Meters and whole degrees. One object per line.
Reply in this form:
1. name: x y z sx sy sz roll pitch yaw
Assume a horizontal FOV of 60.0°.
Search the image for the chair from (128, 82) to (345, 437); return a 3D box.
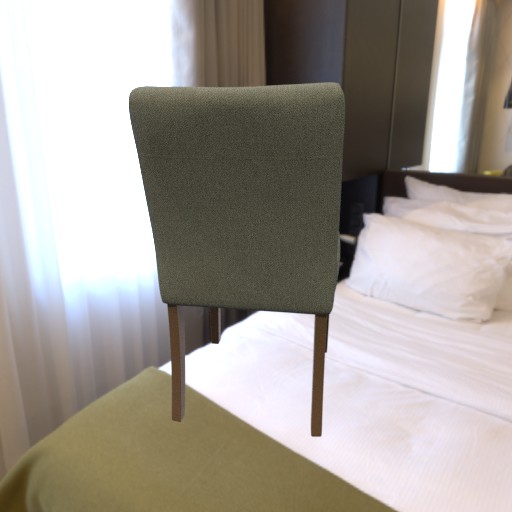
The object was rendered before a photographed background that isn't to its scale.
1. chair: 0.000 0.000 1.272 0.487 0.882 0.629 3 17 9
